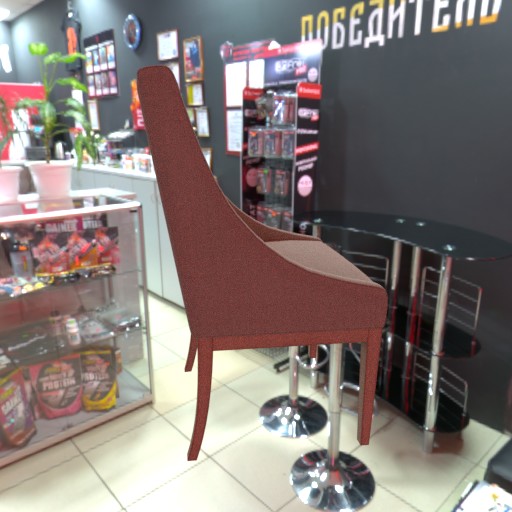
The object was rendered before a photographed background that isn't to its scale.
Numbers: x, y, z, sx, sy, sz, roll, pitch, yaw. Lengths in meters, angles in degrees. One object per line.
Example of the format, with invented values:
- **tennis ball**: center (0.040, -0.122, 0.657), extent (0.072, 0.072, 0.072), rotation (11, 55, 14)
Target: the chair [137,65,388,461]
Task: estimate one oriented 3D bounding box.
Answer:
- **chair**: center (0.000, 0.000, 1.367), extent (0.611, 1.021, 0.575), rotation (-3, 16, -9)
